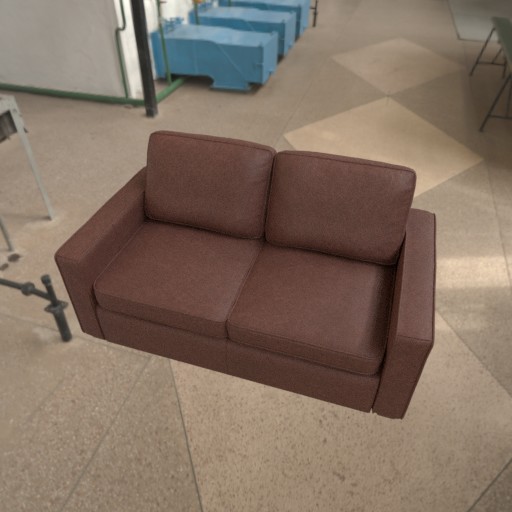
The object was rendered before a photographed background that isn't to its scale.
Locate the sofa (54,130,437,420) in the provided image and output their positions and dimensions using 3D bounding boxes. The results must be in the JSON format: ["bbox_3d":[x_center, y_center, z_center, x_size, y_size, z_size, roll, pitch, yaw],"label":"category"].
[{"bbox_3d":[0.000,0.000,2.273,1.709,0.918,0.947,12,42,13],"label":"sofa"}]
